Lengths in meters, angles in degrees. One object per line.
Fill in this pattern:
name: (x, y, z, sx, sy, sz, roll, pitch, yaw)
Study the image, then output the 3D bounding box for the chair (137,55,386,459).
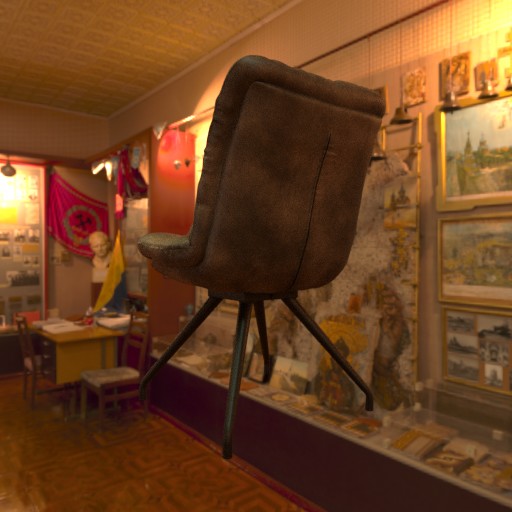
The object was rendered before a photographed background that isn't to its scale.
chair: (0.000, 0.000, 1.277, 0.549, 0.870, 0.622, 0, 1, -37)
